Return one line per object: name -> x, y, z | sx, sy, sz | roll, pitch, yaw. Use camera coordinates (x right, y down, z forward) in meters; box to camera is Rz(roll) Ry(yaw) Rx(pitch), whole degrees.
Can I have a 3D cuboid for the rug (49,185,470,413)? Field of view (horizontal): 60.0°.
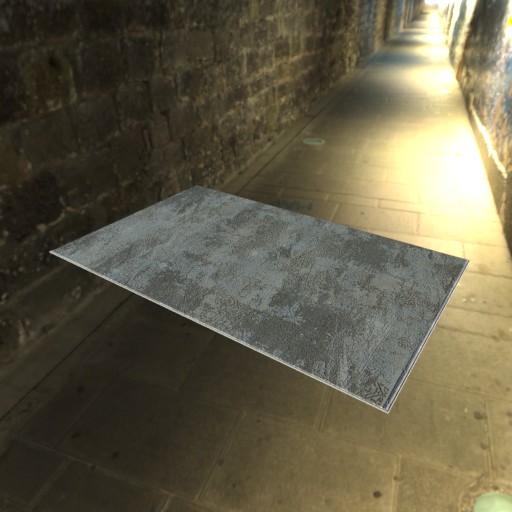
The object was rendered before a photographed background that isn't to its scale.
rug -> 0.000, 0.000, 3.027 | 2.431, 0.012, 1.536 | 19, 35, 29
